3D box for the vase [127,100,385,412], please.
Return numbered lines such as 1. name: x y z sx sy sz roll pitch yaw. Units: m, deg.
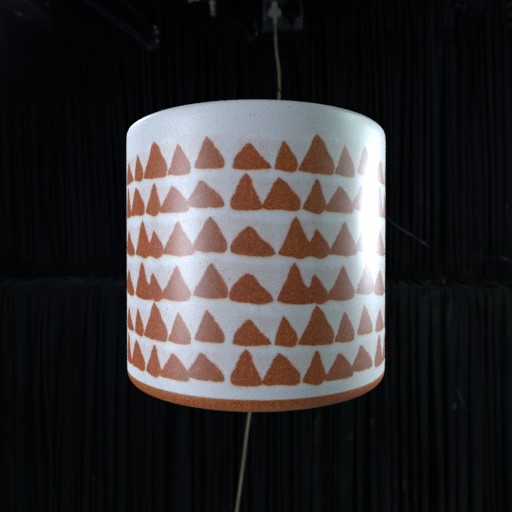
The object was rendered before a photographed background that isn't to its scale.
1. vase: 0.000 0.000 0.245 0.137 0.127 0.137 0 1 0
